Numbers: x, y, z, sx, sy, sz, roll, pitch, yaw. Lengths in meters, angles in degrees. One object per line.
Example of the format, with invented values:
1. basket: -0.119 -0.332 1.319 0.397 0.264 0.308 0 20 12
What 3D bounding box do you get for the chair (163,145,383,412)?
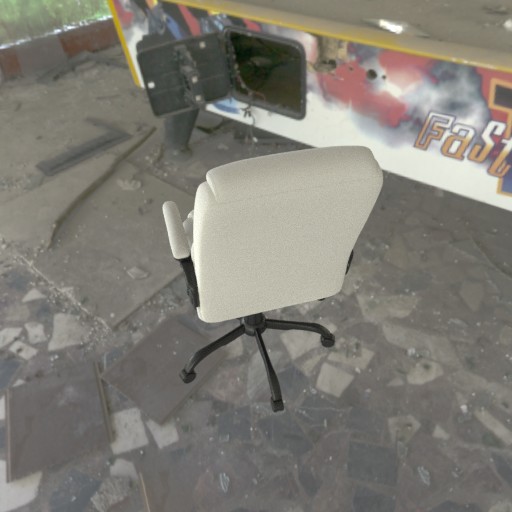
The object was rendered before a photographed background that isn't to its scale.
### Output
1. chair: 0.000 0.000 1.509 0.663 1.065 0.669 -11 44 -12
